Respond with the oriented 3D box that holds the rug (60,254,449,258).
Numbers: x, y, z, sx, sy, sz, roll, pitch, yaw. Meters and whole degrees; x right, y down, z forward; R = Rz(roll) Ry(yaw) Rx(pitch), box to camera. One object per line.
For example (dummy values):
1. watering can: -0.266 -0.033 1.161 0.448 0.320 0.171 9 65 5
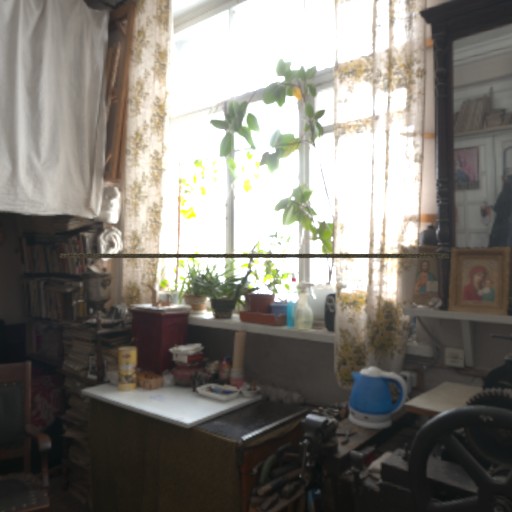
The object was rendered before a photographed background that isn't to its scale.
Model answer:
1. rug: 0.000 0.000 2.884 1.532 0.018 2.297 0 0 0
